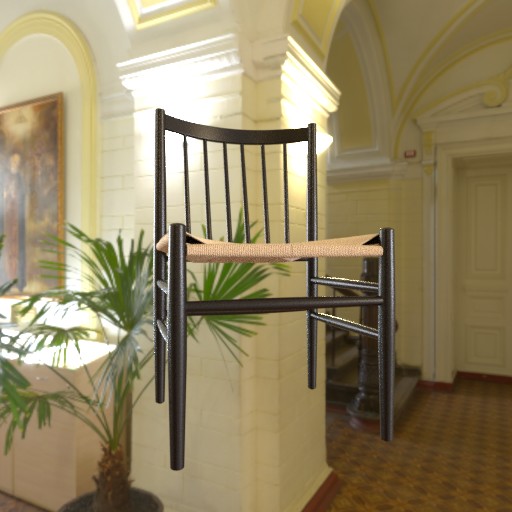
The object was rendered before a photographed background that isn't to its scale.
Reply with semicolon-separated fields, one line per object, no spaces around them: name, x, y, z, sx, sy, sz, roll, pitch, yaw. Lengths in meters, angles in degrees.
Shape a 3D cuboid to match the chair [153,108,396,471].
chair;0.000;0.000;1.141;0.495;0.818;0.516;0;0;-17
